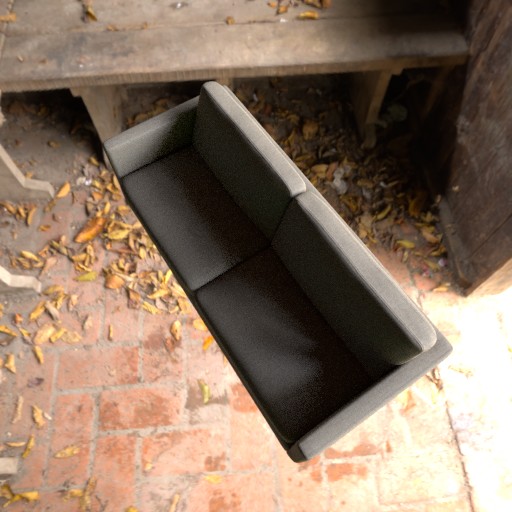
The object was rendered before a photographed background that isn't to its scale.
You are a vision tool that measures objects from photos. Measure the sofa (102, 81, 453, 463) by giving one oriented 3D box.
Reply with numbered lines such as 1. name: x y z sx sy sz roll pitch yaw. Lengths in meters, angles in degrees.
1. sofa: 0.000 0.000 2.731 0.956 0.963 2.208 -31 68 -14
